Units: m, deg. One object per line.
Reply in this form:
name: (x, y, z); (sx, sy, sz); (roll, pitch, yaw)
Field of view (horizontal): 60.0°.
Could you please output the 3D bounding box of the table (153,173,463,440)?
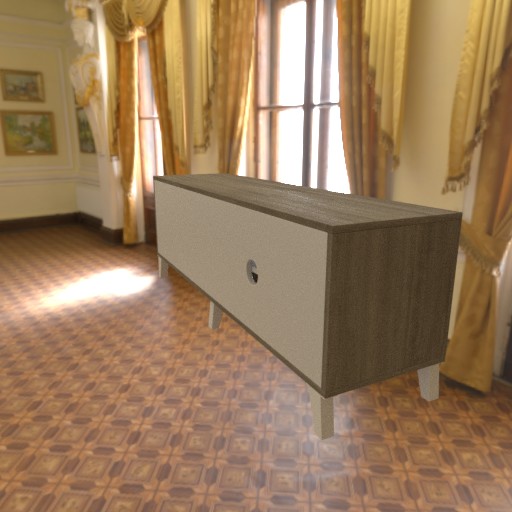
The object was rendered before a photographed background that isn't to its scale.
table: (0.000, 0.000, 1.736); (0.400, 0.530, 1.500); (-7, 16, -26)
